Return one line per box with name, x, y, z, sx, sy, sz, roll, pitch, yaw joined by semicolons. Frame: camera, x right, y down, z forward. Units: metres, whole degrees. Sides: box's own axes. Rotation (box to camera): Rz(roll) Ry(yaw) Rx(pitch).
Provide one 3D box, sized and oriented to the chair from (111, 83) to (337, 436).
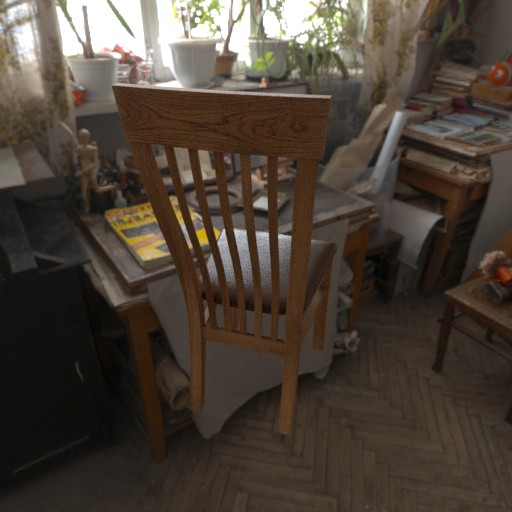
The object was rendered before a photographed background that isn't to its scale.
chair;0.000;0.000;1.345;0.450;1.050;0.580;9;32;15
